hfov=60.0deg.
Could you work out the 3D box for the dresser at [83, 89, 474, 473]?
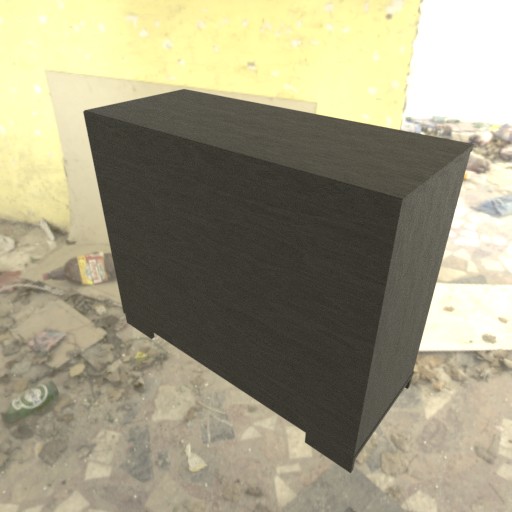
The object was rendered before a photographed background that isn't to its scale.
[{"bbox_3d":[0.000,0.000,1.390,0.994,0.816,0.404,23,39,33],"label":"dresser"}]
